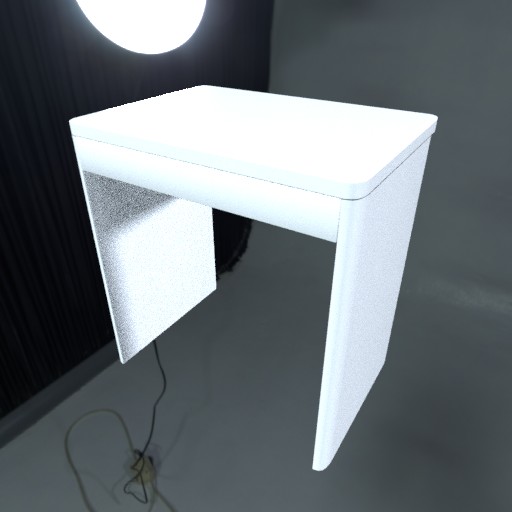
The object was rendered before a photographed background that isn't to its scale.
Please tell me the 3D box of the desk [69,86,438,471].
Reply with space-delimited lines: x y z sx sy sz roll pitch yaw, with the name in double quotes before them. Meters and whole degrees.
"desk" 0.000 0.000 1.306 0.762 0.800 0.549 18 36 27
